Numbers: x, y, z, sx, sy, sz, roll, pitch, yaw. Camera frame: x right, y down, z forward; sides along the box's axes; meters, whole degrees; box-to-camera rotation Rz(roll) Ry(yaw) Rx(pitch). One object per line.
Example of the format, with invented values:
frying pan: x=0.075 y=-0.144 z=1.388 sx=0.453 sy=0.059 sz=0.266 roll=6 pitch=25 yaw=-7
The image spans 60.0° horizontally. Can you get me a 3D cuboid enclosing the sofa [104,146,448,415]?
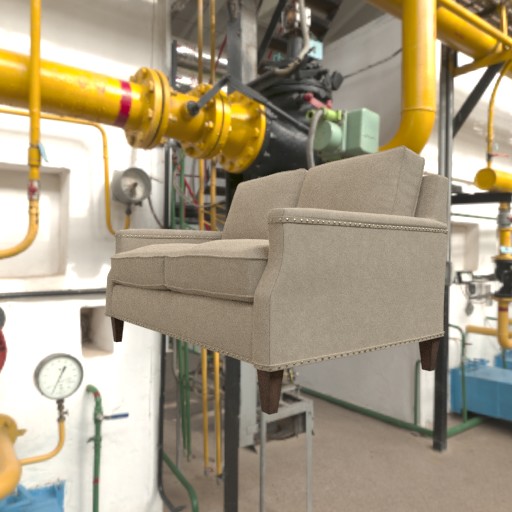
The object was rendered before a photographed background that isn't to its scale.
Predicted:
sofa: x=0.000 y=0.000 z=2.291 sx=1.084 sy=1.002 sz=1.597 roll=0 pitch=0 yaw=-36
